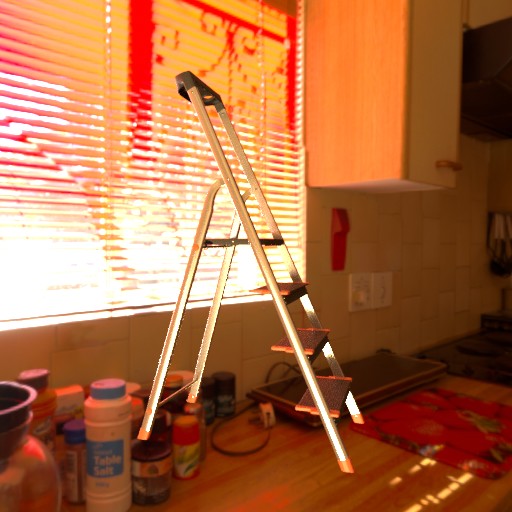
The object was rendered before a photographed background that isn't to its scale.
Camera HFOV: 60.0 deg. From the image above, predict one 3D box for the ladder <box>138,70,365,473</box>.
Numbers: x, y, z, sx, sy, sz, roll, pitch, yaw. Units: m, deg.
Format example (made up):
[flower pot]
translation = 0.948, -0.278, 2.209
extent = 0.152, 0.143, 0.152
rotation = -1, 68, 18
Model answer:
[ladder]
translation = 0.000, 0.000, 1.799
extent = 0.834, 1.429, 0.452
rotation = 1, 2, 18
